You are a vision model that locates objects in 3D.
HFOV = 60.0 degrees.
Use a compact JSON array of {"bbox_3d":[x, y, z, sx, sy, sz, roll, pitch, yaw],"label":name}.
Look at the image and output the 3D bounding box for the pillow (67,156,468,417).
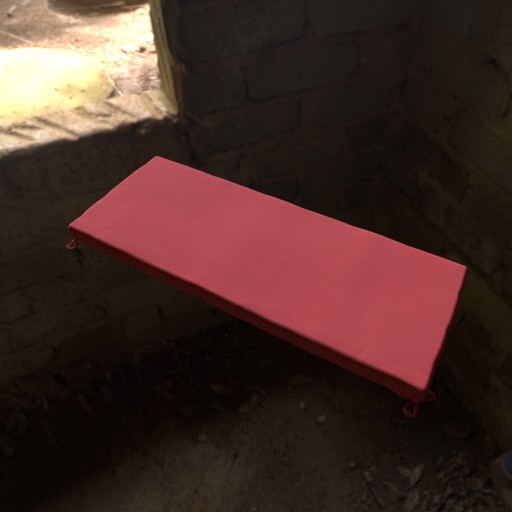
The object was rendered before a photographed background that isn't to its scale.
[{"bbox_3d":[0.000,0.000,1.347,1.187,0.081,0.492,23,51,20],"label":"pillow"}]
